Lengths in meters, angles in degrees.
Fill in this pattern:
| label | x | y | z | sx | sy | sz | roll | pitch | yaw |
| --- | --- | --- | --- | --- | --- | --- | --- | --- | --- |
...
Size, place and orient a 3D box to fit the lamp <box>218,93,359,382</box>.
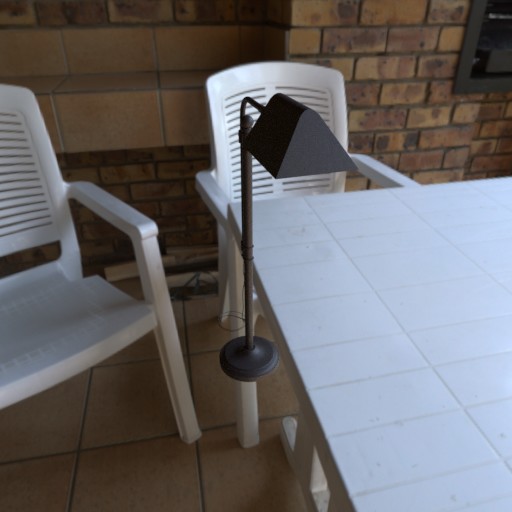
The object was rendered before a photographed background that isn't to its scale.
| label | x | y | z | sx | sy | sz | roll | pitch | yaw |
| --- | --- | --- | --- | --- | --- | --- | --- | --- | --- |
| lamp | 0.000 | 0.000 | 0.949 | 0.159 | 0.708 | 0.545 | -9 | 32 | -15 |
